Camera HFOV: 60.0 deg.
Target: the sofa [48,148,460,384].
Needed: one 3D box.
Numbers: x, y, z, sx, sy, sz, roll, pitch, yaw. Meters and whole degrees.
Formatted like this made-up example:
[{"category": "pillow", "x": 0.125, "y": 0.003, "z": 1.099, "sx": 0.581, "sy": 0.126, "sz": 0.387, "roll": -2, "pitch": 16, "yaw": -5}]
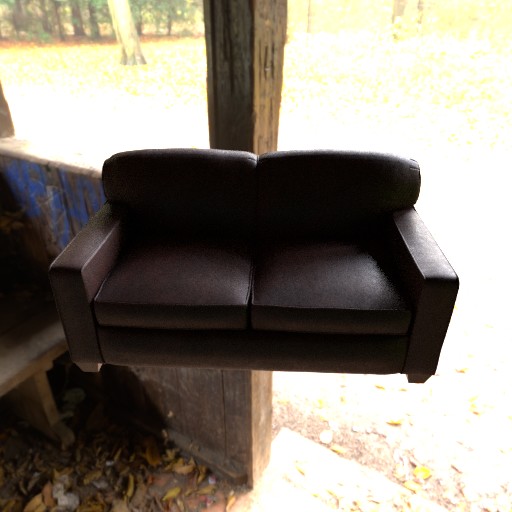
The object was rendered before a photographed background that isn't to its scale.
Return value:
[{"category": "sofa", "x": 0.000, "y": 0.000, "z": 2.422, "sx": 1.856, "sy": 0.966, "sz": 1.000, "roll": 1, "pitch": 30, "yaw": 2}]
